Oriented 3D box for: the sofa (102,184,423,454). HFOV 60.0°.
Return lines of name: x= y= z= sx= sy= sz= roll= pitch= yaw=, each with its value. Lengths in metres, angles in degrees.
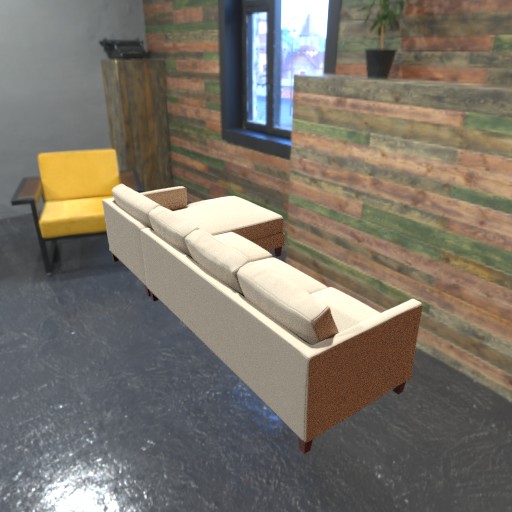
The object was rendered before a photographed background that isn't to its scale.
sofa: x=0.000 y=0.000 z=3.871 sx=1.625 sy=0.861 sz=3.186 roll=-17 pitch=30 yaw=-32
